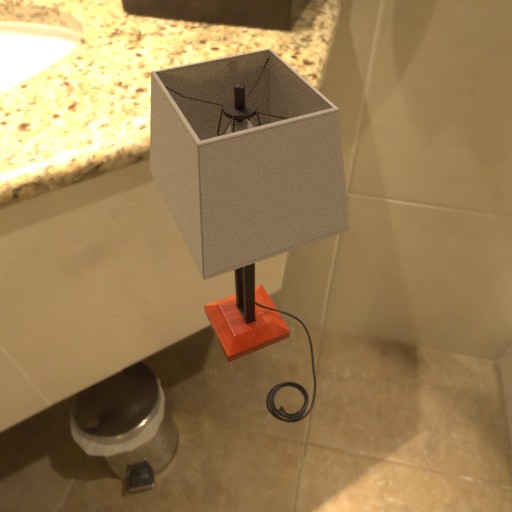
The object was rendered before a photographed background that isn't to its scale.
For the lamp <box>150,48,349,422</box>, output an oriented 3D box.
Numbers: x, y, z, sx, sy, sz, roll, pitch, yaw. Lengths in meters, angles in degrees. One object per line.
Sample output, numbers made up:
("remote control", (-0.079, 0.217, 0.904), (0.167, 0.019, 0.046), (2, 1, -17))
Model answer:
("lamp", (0.000, 0.000, 0.988), (0.310, 0.737, 0.498), (-18, 50, -16))
